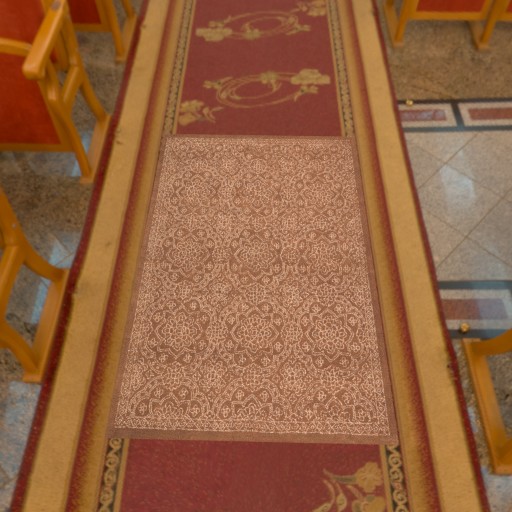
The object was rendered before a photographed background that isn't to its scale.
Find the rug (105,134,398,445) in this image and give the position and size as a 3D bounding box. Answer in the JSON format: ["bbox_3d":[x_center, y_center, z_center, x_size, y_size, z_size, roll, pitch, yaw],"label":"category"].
[{"bbox_3d":[0.000,0.000,2.915,1.524,0.011,2.286,1,57,1],"label":"rug"}]
